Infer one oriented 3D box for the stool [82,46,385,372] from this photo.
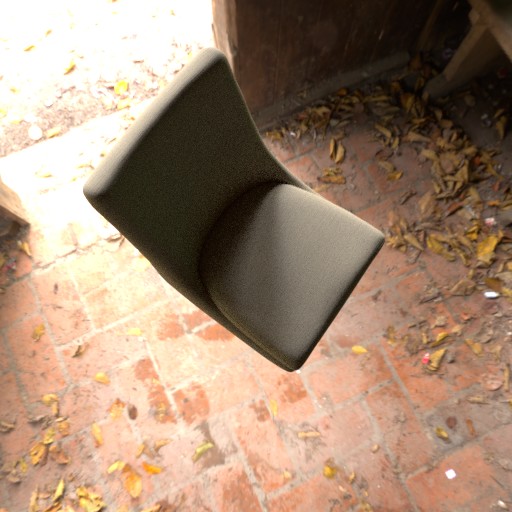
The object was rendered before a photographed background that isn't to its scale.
[{"bbox_3d":[0.000,0.000,1.356,0.577,1.078,0.470,35,78,8],"label":"stool"}]
